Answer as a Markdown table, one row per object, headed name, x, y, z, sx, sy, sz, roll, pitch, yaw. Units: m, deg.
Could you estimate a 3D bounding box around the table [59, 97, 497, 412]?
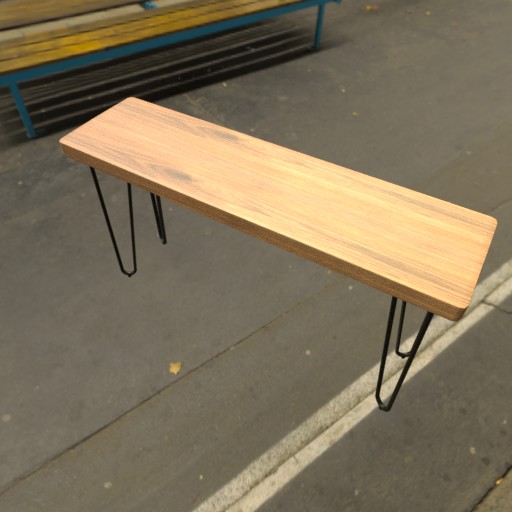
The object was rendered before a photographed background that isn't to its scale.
| name | x | y | z | sx | sy | sz | roll | pitch | yaw |
| --- | --- | --- | --- | --- | --- | --- | --- | --- | --- |
| table | 0.000 | 0.000 | 1.881 | 1.570 | 0.834 | 0.425 | 24 | 51 | 21 |
